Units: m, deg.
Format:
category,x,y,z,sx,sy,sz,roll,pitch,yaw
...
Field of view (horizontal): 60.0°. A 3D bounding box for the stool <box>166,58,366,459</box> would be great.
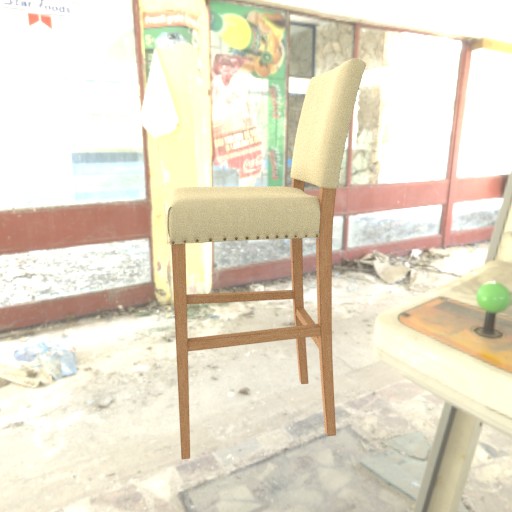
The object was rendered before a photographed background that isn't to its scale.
category,x,y,z,sx,sy,sz,roll,pitch,yaw
stool,0.000,0.000,1.439,0.546,1.143,0.428,-2,15,-9
